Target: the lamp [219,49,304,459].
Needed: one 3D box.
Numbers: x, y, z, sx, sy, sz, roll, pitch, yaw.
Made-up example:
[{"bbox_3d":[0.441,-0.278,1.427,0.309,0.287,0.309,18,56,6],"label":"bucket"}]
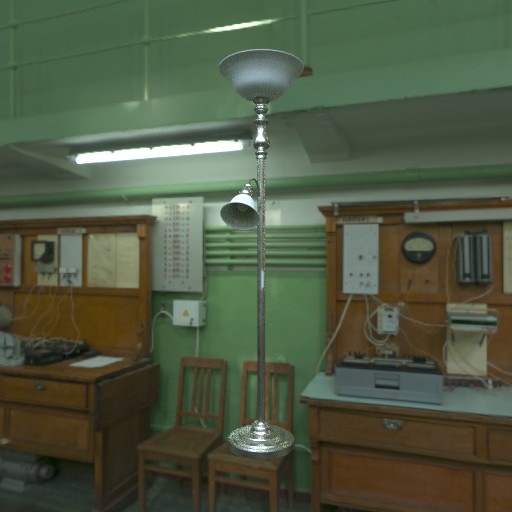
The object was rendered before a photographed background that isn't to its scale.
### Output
[{"bbox_3d":[0.000,0.000,2.027,0.405,1.785,0.575,0,-1,17],"label":"lamp"}]
